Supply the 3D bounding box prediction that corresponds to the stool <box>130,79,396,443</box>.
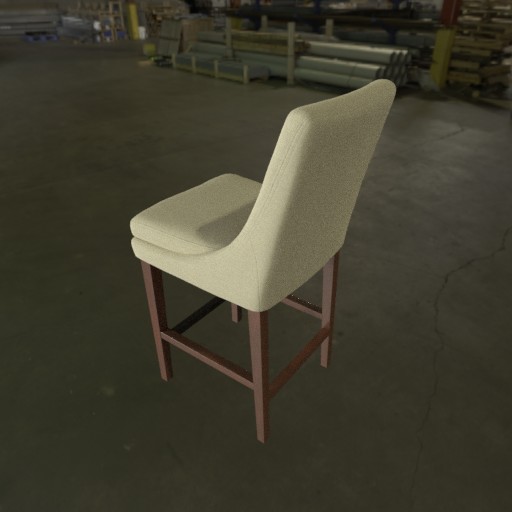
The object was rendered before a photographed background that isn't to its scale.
[{"bbox_3d":[0.000,0.000,1.307,0.577,0.981,0.470,21,37,31],"label":"stool"}]
